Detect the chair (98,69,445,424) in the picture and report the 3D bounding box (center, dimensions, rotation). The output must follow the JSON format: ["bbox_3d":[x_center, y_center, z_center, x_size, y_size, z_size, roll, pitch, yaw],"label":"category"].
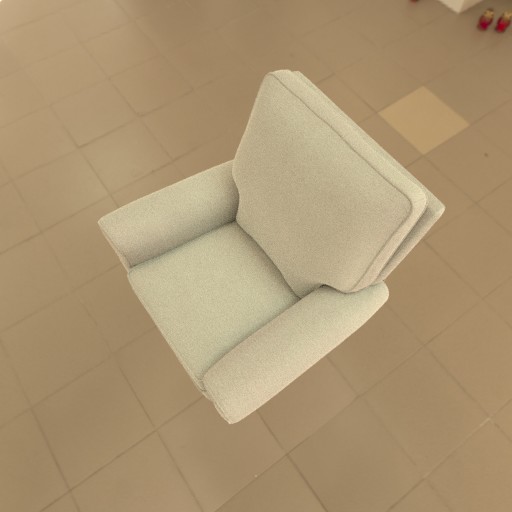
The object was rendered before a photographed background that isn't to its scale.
[{"bbox_3d":[0.000,0.000,1.657,0.878,0.960,0.890,-33,68,-15],"label":"chair"}]
